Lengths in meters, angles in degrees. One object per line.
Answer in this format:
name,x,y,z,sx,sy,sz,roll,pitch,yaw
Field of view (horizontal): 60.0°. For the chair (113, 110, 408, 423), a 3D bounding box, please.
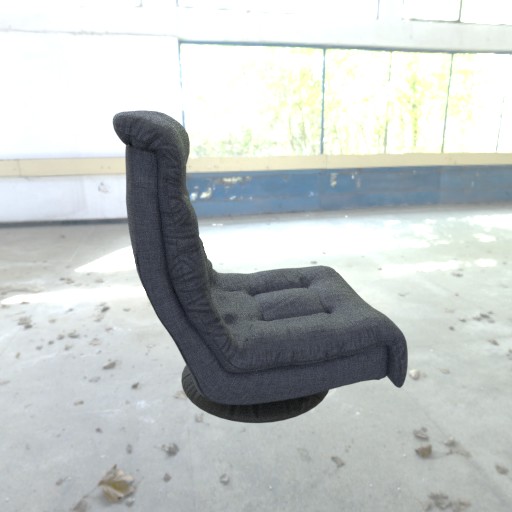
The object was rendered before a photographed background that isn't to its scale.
chair,0.000,0.000,1.206,0.668,0.749,0.597,-3,16,-10
